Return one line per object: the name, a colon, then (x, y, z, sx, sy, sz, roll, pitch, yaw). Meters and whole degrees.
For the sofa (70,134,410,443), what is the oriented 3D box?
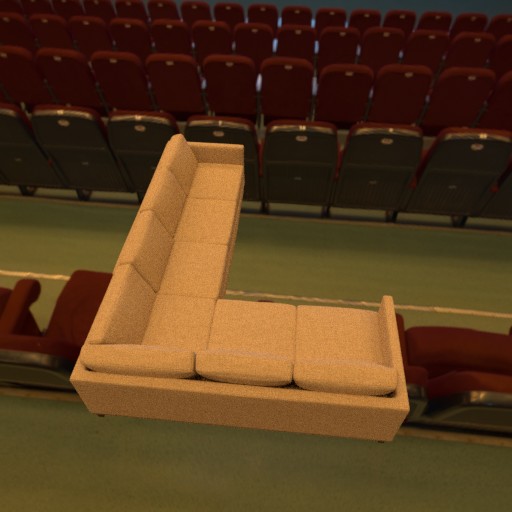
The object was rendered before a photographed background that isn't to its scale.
sofa: (0.000, 0.000, 4.364, 2.432, 0.863, 3.182, 4, 47, 4)
